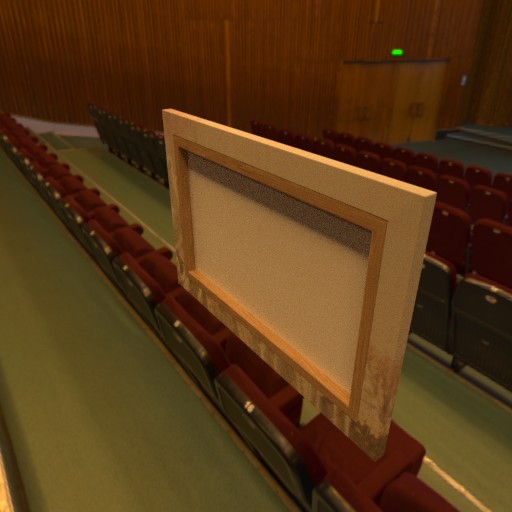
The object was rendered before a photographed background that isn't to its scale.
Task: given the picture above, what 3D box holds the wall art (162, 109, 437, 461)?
[{"bbox_3d":[0.000,0.000,1.436,0.041,0.758,1.142,-19,33,-31],"label":"wall art"}]
